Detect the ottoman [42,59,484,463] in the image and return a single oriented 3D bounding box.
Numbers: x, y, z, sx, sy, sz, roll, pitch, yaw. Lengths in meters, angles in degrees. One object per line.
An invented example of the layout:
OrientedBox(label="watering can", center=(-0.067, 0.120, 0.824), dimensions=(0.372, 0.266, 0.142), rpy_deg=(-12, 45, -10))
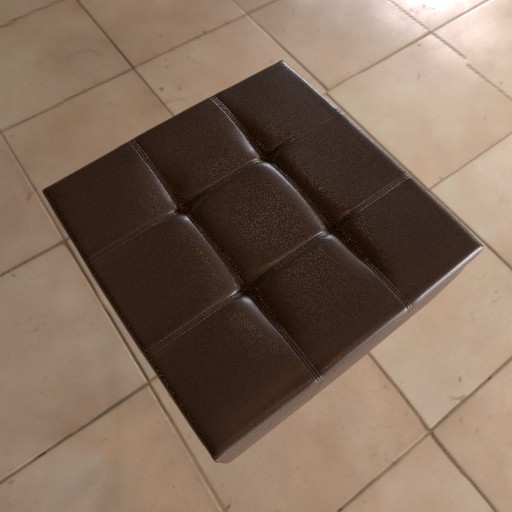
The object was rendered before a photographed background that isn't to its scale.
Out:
OrientedBox(label="ottoman", center=(0.000, 0.000, 1.267), dimensions=(0.787, 0.460, 0.788), rpy_deg=(-34, 69, -15))
